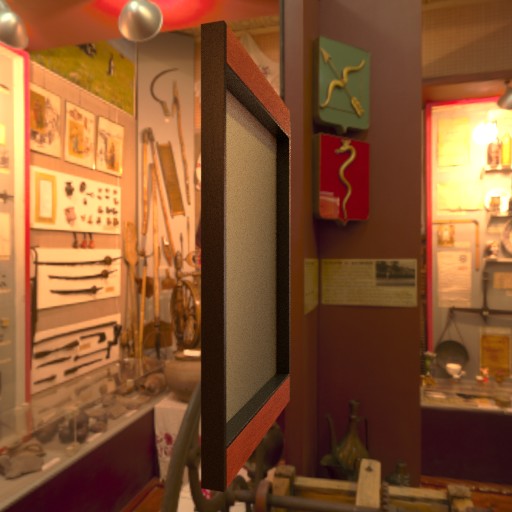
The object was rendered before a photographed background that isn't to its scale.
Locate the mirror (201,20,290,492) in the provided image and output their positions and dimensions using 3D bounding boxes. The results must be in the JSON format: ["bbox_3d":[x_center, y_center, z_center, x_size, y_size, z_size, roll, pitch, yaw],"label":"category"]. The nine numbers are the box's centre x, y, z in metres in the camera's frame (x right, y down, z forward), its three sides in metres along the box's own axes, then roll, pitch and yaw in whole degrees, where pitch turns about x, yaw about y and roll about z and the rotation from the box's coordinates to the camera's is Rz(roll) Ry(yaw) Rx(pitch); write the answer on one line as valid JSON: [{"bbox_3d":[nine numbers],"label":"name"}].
[{"bbox_3d":[0.000,0.000,1.029,0.047,0.823,0.525,0,0,17],"label":"mirror"}]
